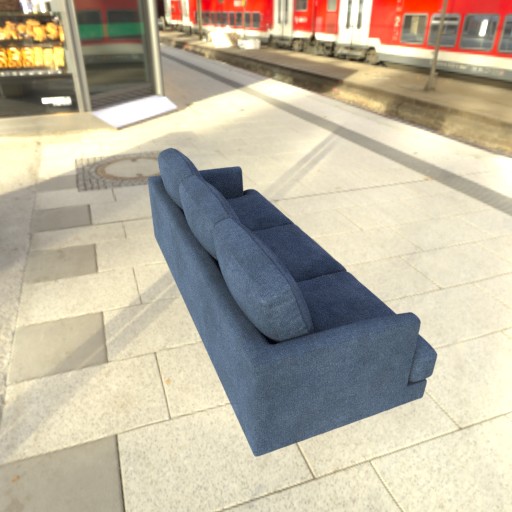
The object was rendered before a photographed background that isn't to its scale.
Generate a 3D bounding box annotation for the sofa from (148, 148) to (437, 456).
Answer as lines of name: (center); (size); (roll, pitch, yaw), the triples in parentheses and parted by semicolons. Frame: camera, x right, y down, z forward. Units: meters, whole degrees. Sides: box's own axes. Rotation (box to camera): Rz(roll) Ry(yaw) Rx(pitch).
sofa: (0.000, 0.000, 2.734); (0.903, 0.930, 2.246); (-11, 31, -19)
